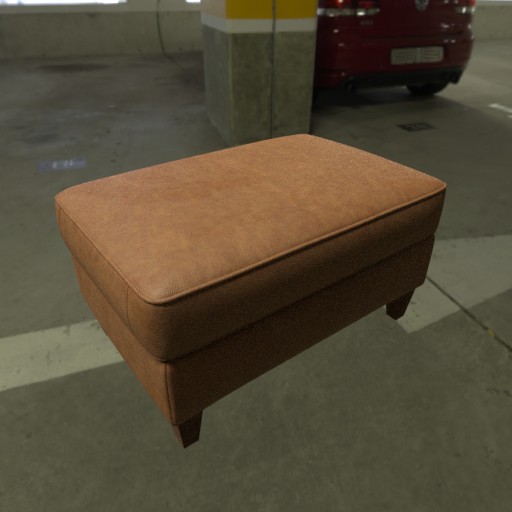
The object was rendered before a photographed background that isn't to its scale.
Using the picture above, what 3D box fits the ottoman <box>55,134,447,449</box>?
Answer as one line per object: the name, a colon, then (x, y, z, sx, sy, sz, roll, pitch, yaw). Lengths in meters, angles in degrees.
ottoman: (0.000, 0.000, 1.203, 0.864, 0.483, 0.584, -21, 38, -31)
